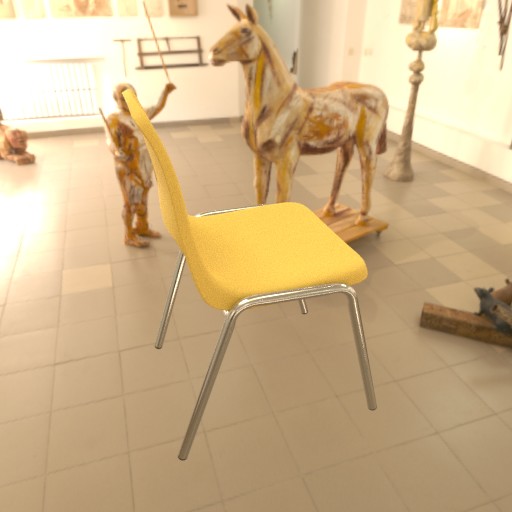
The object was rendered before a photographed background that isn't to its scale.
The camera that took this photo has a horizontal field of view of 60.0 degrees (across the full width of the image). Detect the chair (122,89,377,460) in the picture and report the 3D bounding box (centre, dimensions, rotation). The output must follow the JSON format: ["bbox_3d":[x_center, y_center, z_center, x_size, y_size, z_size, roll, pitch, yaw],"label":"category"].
[{"bbox_3d":[0.000,0.000,0.902,0.436,0.653,0.381,-10,31,-16],"label":"chair"}]
